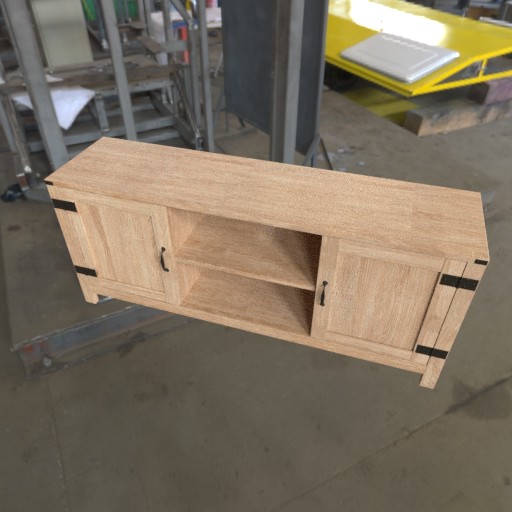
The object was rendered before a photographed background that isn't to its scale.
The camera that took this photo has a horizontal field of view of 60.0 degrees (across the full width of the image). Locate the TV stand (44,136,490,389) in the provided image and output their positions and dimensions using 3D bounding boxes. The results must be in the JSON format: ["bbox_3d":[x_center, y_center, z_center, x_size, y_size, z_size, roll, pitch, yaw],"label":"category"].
[{"bbox_3d":[0.000,0.000,1.717,1.466,0.610,0.398,11,41,14],"label":"TV stand"}]
